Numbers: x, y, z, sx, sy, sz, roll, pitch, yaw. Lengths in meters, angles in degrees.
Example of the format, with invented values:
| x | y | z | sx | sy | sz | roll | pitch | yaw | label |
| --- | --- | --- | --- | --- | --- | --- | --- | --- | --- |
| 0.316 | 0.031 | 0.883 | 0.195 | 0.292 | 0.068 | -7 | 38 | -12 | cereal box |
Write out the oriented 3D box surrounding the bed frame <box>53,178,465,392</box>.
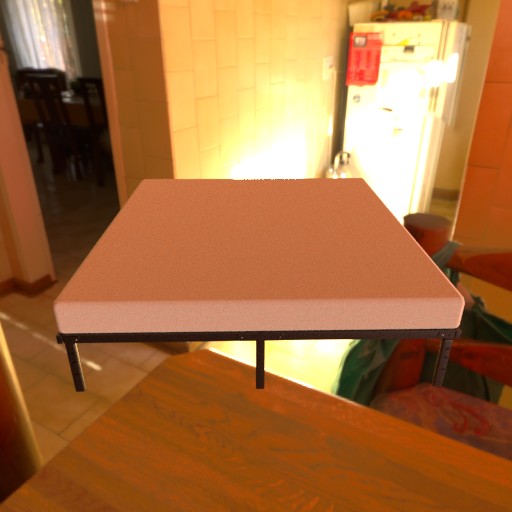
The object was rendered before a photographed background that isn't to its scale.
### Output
| x | y | z | sx | sy | sz | roll | pitch | yaw | label |
| --- | --- | --- | --- | --- | --- | --- | --- | --- | --- |
| 0.000 | 0.000 | 3.964 | 2.526 | 0.680 | 2.635 | -1 | 26 | -1 | bed frame |
